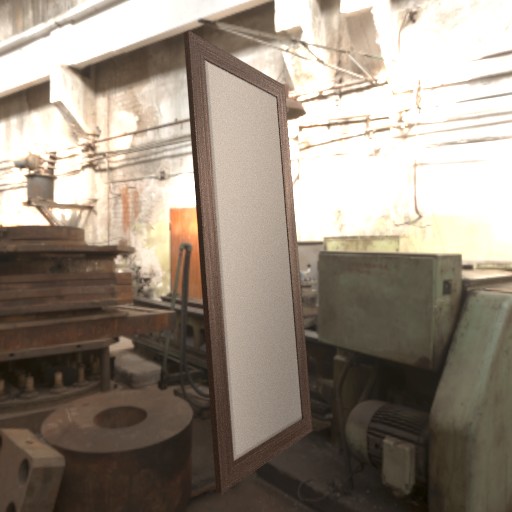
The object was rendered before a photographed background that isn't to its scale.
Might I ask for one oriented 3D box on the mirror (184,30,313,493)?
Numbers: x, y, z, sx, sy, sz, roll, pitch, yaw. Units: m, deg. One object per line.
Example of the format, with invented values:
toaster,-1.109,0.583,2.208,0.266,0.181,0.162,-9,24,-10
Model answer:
mirror,0.000,0.000,2.271,0.221,2.020,0.812,0,1,35
